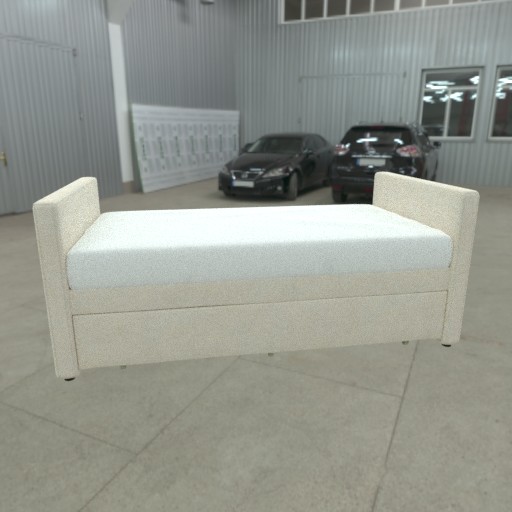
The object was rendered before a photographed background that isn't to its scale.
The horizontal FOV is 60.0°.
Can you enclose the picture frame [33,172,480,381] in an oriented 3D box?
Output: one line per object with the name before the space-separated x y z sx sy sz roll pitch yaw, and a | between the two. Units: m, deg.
picture frame | 0.000 0.000 2.716 2.161 0.891 1.069 -3 16 -10
